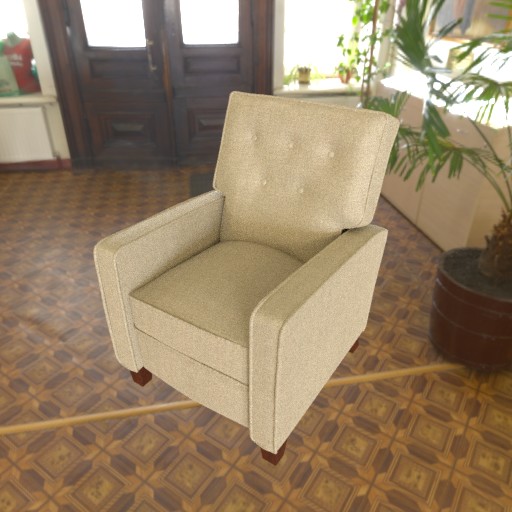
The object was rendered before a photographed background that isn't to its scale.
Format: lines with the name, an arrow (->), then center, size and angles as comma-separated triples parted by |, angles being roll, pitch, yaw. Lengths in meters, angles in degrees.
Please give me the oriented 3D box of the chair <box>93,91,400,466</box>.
chair -> 0.000, 0.000, 1.431 | 0.648, 0.888, 0.754 | 19, 36, 29
